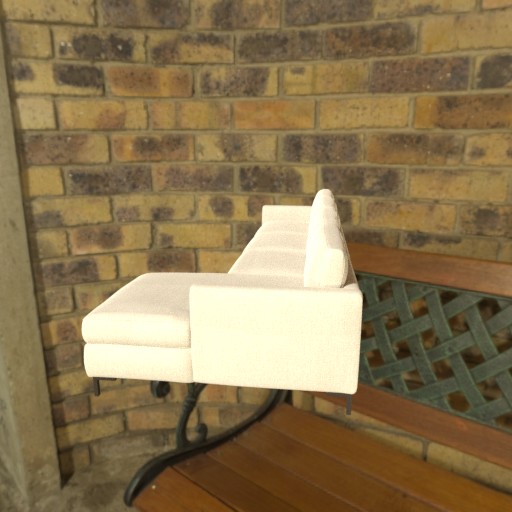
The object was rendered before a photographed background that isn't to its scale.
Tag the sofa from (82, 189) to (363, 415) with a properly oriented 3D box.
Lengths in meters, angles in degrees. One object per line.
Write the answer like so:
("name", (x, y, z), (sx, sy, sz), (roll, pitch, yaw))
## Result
("sofa", (0.000, 0.000, 2.883), (1.126, 0.677, 2.445), (2, 14, 8))
